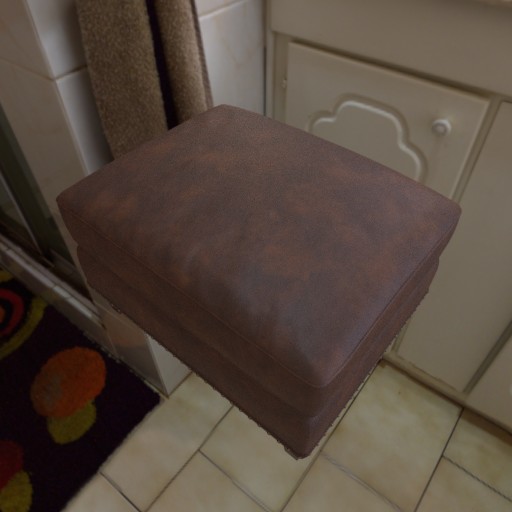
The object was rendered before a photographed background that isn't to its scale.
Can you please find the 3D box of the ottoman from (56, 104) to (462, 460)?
[{"bbox_3d":[0.000,0.000,1.114,0.742,0.486,0.586,31,54,26],"label":"ottoman"}]
